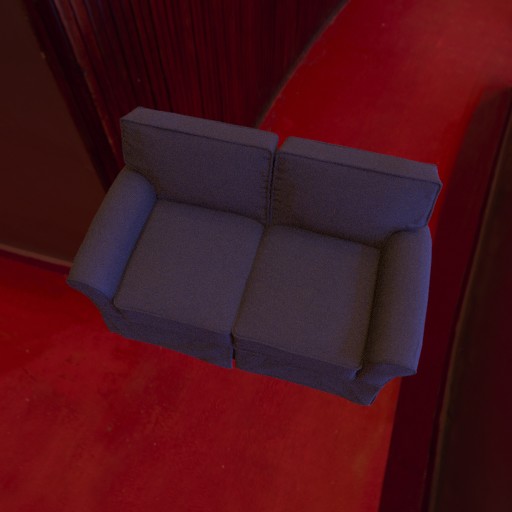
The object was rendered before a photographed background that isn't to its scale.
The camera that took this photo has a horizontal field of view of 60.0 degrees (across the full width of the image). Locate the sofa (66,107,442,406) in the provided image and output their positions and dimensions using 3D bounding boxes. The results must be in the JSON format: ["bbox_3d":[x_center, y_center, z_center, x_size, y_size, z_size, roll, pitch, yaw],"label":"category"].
[{"bbox_3d":[0.000,0.000,2.438,1.801,1.059,0.997,13,60,8],"label":"sofa"}]
